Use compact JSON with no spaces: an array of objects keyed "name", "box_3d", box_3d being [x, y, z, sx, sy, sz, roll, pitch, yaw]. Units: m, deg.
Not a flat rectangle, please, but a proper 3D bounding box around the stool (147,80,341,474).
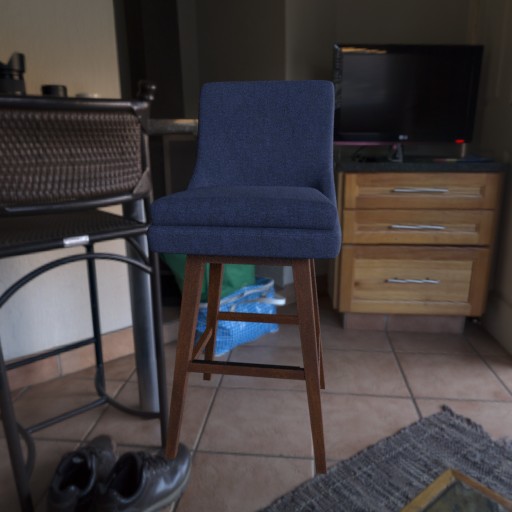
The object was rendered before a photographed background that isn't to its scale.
[{"name":"stool","box_3d":[0.000,0.000,1.360,0.489,1.068,0.572,2,15,8]}]
